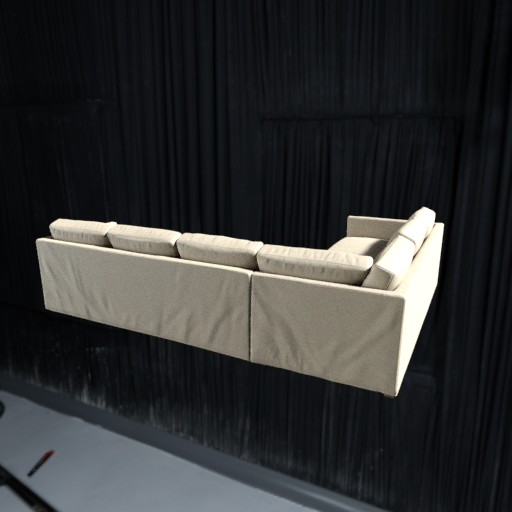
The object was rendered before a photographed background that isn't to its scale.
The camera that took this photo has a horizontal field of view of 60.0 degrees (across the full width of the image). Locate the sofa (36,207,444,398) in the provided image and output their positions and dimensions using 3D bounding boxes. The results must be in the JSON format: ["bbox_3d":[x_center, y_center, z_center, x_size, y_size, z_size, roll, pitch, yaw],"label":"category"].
[{"bbox_3d":[0.000,0.000,4.346,3.182,0.871,2.432,8,18,26],"label":"sofa"}]
